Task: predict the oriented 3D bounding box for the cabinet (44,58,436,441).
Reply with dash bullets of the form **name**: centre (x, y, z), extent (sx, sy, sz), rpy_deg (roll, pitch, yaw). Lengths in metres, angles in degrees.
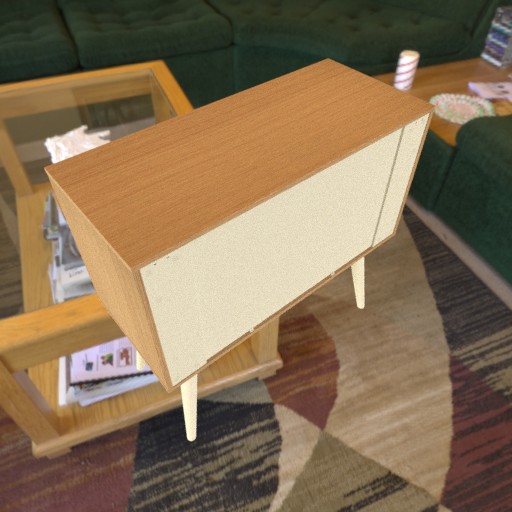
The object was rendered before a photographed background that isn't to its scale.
- **cabinet**: centre (0.000, 0.000, 1.630), extent (1.057, 1.016, 0.470), rpy_deg (-31, 54, -26)
